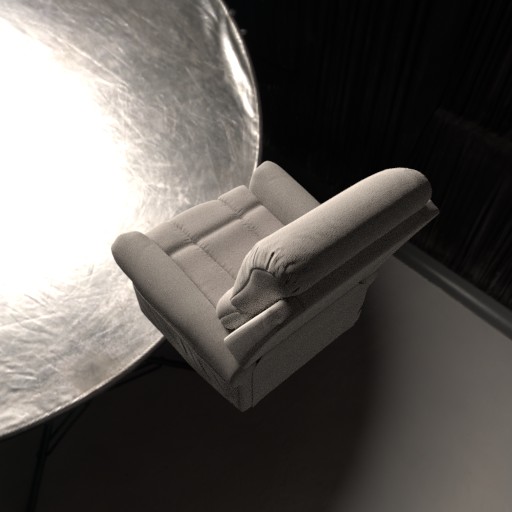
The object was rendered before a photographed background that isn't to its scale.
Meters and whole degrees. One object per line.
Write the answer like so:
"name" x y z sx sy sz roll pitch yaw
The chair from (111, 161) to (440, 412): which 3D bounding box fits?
"chair" 0.000 0.000 1.745 0.871 1.031 0.979 -32 55 -26
